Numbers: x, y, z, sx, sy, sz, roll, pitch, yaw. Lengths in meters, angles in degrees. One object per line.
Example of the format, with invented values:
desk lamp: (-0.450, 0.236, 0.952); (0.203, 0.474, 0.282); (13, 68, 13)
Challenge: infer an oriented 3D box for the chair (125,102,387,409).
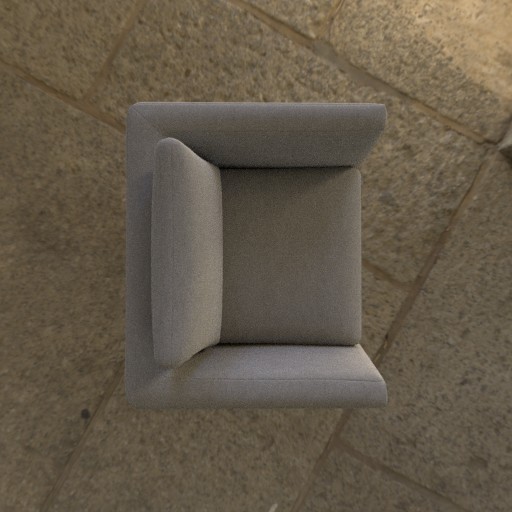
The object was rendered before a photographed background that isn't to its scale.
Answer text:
chair: (0.000, 0.000, 1.737); (0.889, 0.864, 1.041); (0, 89, -1)
